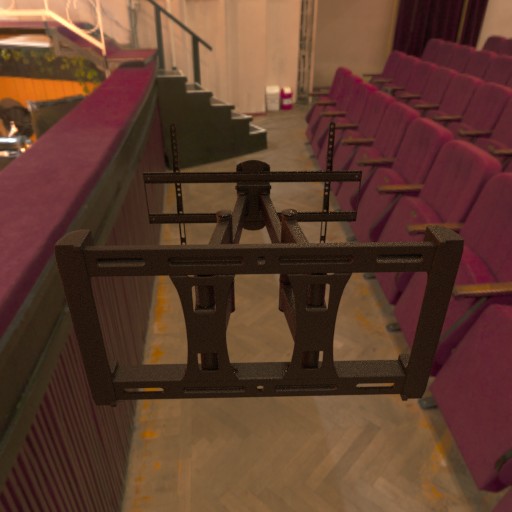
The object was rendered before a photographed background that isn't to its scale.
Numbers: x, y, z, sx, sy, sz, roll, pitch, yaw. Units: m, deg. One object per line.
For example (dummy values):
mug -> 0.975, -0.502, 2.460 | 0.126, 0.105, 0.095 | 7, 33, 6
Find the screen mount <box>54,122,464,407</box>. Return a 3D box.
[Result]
screen mount -> 0.000, 0.000, 1.083 | 0.661, 0.491, 0.644 | -1, 30, -1
